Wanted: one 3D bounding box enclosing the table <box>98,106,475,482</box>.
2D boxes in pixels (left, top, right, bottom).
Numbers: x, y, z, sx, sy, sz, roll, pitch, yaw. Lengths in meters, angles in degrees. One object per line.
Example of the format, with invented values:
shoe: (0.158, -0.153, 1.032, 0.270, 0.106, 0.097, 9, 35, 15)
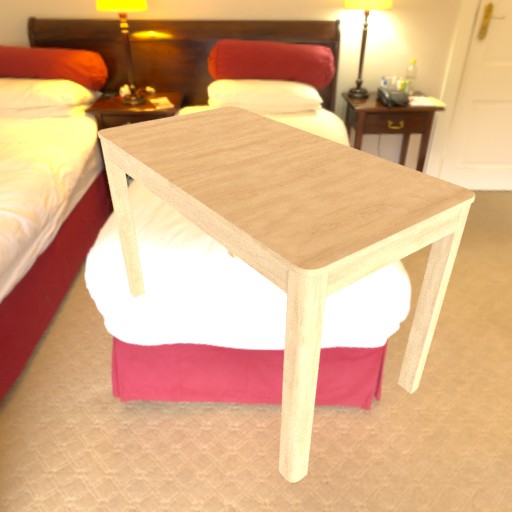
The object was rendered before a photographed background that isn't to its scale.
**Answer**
table: (0.000, 0.000, 1.939, 0.750, 0.900, 1.400, -22, 39, -30)
